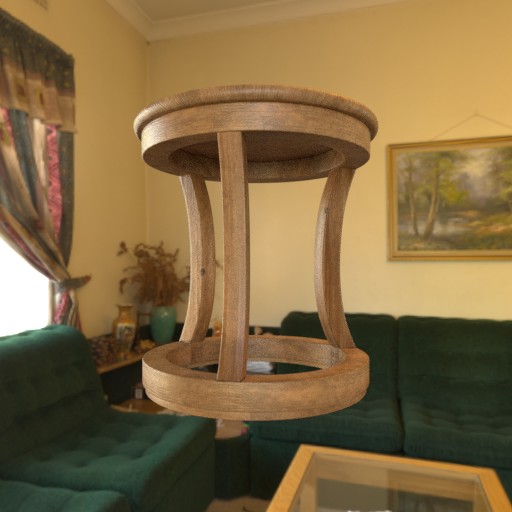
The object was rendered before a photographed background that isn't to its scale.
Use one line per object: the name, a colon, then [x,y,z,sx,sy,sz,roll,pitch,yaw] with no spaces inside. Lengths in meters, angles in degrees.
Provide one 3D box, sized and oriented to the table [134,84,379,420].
table: [0.000,0.000,0.808,0.432,0.460,0.432,0,-1,0]
